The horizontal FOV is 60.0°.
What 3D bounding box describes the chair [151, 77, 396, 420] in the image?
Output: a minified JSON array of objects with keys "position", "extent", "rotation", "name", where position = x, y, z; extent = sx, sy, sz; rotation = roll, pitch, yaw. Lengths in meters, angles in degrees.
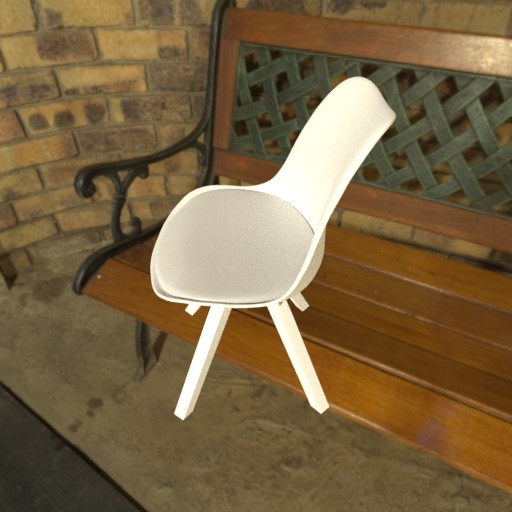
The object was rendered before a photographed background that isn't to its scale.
[{"position":[0.000,0.000,1.181],"extent":[0.550,0.850,0.485],"rotation":[-2,41,-2],"name":"chair"}]
